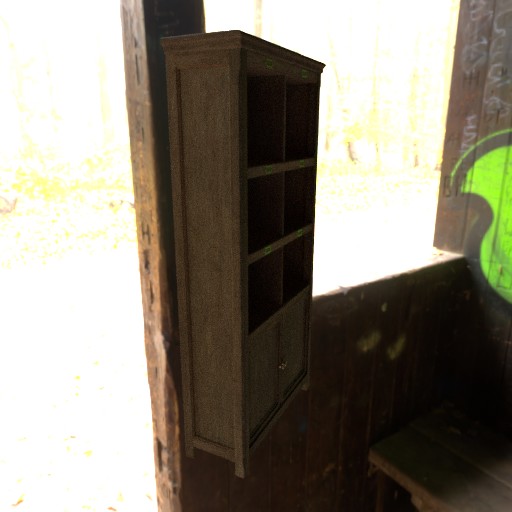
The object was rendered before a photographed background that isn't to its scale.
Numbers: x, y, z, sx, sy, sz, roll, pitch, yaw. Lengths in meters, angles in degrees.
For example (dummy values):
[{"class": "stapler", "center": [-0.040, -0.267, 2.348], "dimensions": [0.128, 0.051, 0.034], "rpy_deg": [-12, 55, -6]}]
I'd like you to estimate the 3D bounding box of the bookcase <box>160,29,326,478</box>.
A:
[{"class": "bookcase", "center": [0.000, 0.000, 2.219], "dimensions": [0.348, 1.880, 0.906], "rpy_deg": [8, 18, 26]}]
